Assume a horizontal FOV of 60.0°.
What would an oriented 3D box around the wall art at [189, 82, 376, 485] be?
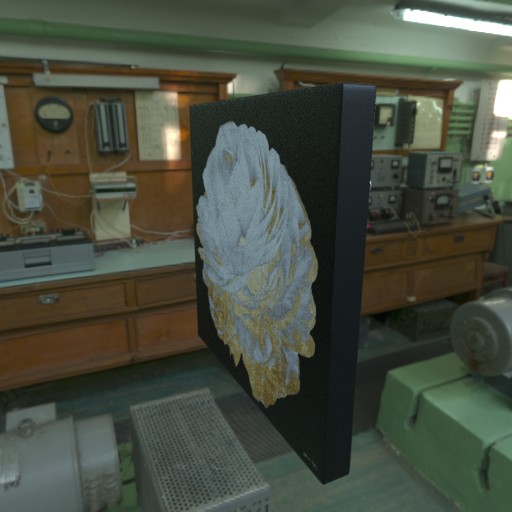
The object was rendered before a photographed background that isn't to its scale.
[{"bbox_3d":[0.000,0.000,0.603,0.041,0.407,0.406,-8,18,-25],"label":"wall art"}]
